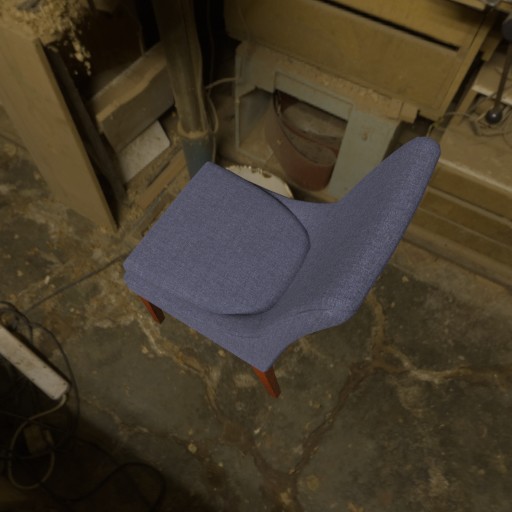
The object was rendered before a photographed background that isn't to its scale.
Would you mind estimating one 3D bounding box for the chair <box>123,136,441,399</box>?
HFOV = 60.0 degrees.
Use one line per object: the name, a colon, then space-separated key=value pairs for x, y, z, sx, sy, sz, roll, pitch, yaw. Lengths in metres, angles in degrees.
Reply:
chair: x=0.000 y=0.000 z=1.304 sx=0.655 sy=0.952 sz=0.508 roll=29 pitch=67 yaw=13
